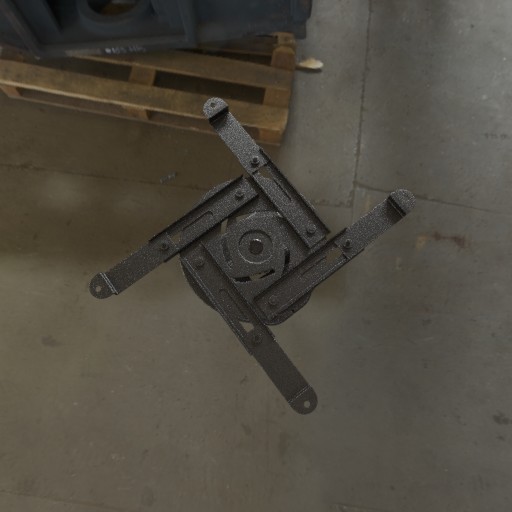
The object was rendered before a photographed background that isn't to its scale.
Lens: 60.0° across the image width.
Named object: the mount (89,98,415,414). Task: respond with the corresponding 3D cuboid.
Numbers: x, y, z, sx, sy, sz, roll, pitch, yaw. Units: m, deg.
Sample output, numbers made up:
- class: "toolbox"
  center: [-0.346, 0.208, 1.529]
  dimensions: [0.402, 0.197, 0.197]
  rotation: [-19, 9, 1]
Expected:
- class: "mount"
  center: [0.000, 0.000, 0.617]
  dimensions: [0.394, 0.141, 0.394]
  rotation: [-36, 79, -8]
